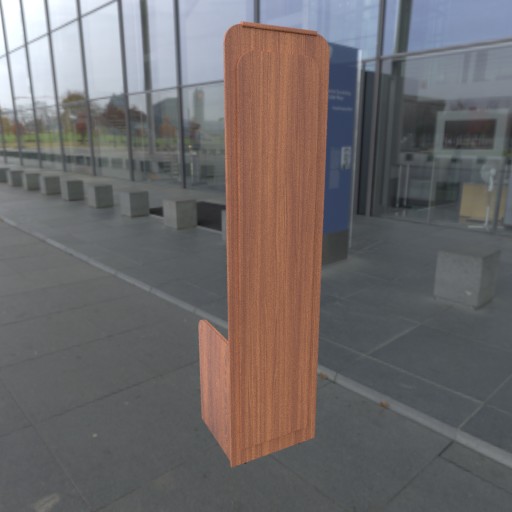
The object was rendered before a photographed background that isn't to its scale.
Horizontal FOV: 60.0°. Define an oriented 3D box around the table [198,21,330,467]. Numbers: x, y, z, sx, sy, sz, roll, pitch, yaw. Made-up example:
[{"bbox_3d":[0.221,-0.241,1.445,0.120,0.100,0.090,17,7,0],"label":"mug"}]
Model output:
[{"bbox_3d":[0.000,0.000,2.023,0.450,1.830,0.420,-8,17,-27],"label":"table"}]
